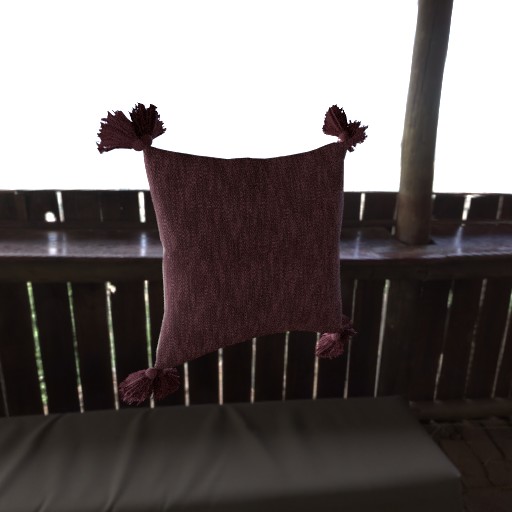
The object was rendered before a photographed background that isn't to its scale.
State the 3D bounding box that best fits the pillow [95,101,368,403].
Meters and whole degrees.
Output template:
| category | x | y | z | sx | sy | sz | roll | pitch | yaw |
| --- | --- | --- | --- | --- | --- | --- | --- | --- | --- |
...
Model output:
| category | x | y | z | sx | sy | sz | roll | pitch | yaw |
| --- | --- | --- | --- | --- | --- | --- | --- | --- | --- |
| pillow | 0.000 | 0.000 | 0.991 | 0.641 | 0.659 | 0.138 | -8 | 18 | -25 |
